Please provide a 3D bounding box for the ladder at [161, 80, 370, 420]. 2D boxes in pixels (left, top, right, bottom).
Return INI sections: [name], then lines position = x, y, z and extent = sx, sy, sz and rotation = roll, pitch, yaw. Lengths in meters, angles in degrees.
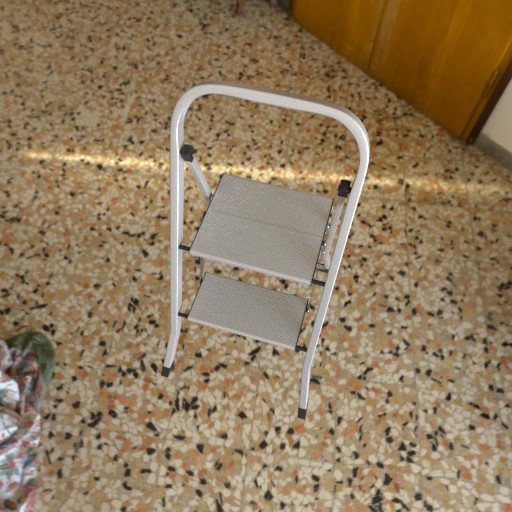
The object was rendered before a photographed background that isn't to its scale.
[ladder]
position = 0.000, 0.000, 1.130
extent = 0.465, 0.830, 0.530
rotation = 14, 60, 9
